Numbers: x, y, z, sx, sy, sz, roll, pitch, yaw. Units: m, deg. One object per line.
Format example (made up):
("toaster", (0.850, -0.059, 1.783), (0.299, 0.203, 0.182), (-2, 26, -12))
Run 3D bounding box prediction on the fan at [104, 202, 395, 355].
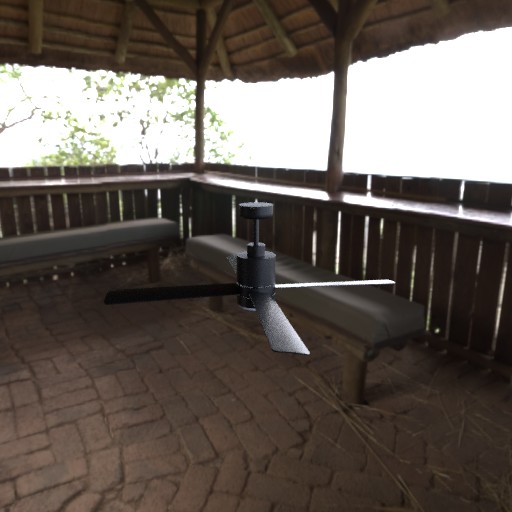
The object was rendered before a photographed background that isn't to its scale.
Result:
("fan", (0.000, 0.000, 2.300), (1.525, 0.534, 1.525), (-2, 14, -9))
